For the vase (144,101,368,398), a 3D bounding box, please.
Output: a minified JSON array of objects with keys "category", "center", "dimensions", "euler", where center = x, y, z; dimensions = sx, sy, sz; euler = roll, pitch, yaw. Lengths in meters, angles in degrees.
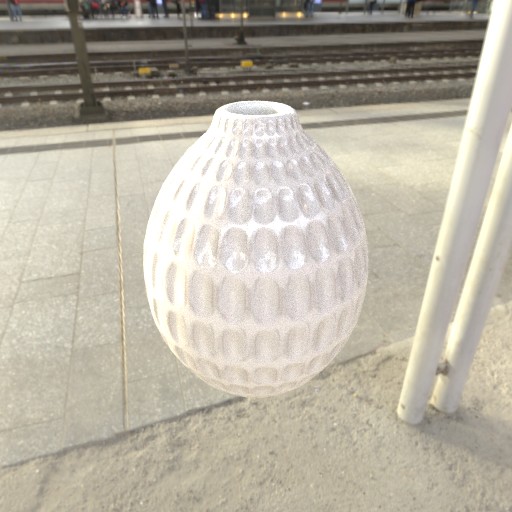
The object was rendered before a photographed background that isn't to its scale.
[{"category":"vase","center":[0.000,0.000,0.258],"dimensions":[0.128,0.167,0.128],"euler":[0,30,0]}]
